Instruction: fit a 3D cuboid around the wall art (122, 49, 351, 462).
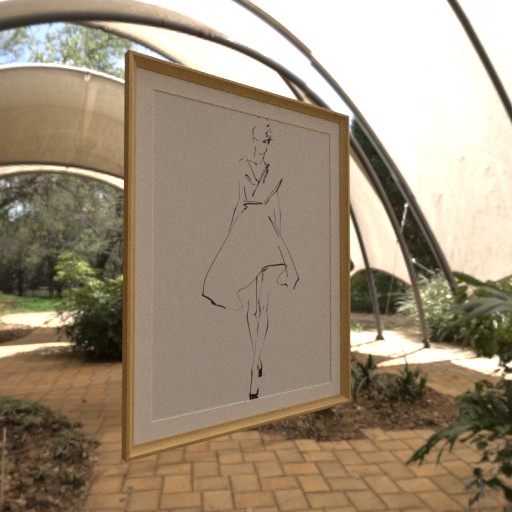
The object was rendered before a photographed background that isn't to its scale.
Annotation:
[{"bbox_3d":[0.000,0.000,1.324,0.798,1.002,0.030,1,-2,-37],"label":"wall art"}]
